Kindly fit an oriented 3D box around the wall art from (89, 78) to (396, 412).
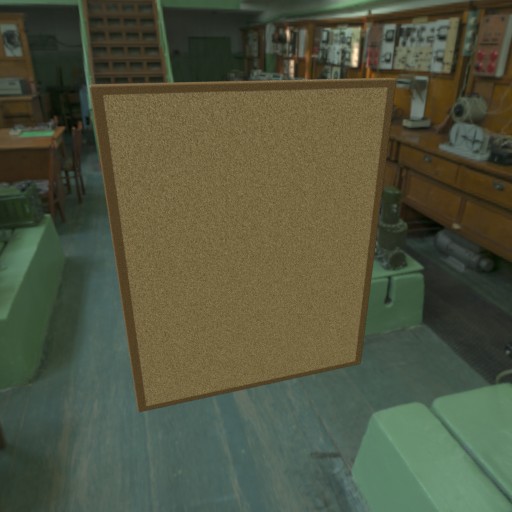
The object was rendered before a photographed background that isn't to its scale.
[{"bbox_3d":[0.000,0.000,0.748,0.449,0.550,0.021,-8,26,-16],"label":"wall art"}]
